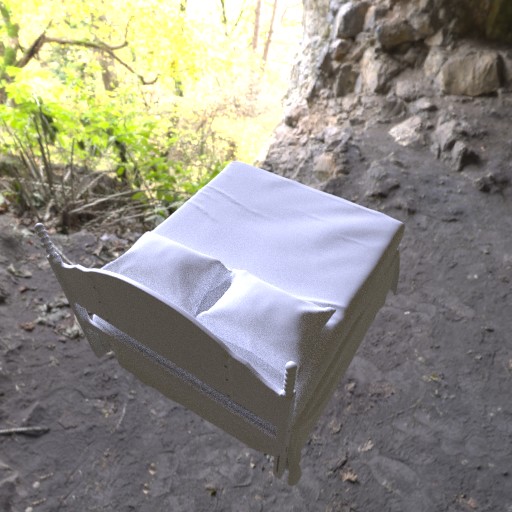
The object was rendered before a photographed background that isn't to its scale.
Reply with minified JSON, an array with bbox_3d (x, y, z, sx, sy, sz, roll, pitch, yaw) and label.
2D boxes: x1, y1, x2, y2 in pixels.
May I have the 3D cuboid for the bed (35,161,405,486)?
[{"bbox_3d":[0.000,0.000,3.203,1.873,1.356,2.040,25,51,22],"label":"bed"}]
